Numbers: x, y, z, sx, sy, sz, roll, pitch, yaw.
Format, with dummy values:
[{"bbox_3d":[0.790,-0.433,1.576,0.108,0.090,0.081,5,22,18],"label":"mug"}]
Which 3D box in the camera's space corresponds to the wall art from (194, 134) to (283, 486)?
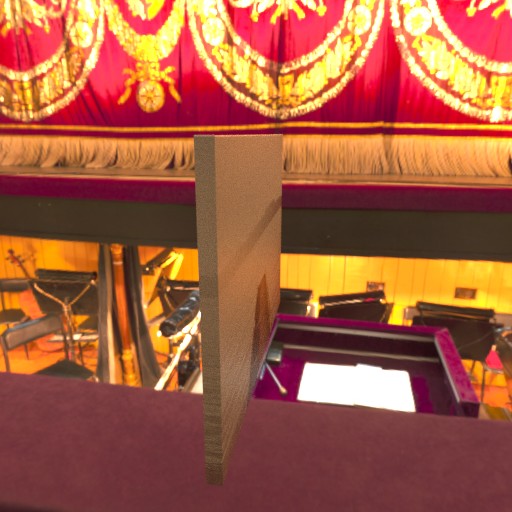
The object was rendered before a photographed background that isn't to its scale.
[{"bbox_3d":[0.000,0.000,0.775,0.021,0.410,0.615,3,16,9],"label":"wall art"}]
